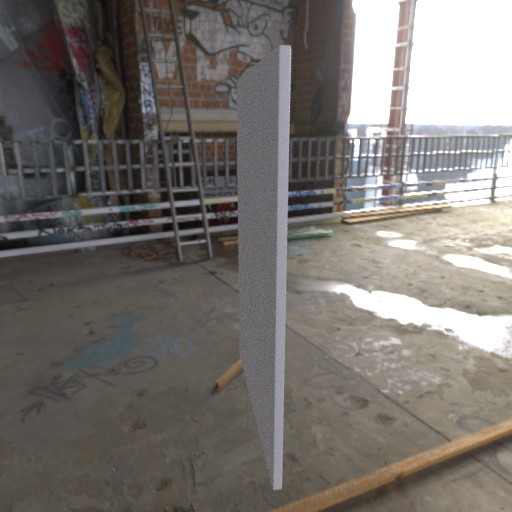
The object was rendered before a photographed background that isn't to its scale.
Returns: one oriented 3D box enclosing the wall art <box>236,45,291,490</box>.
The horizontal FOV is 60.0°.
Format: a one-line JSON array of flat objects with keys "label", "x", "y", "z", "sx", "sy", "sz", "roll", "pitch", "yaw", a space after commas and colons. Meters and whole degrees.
[{"label": "wall art", "x": 0.000, "y": 0.000, "z": 0.612, "sx": 0.011, "sy": 0.482, "sz": 0.329, "roll": -3, "pitch": 17, "yaw": -9}]
